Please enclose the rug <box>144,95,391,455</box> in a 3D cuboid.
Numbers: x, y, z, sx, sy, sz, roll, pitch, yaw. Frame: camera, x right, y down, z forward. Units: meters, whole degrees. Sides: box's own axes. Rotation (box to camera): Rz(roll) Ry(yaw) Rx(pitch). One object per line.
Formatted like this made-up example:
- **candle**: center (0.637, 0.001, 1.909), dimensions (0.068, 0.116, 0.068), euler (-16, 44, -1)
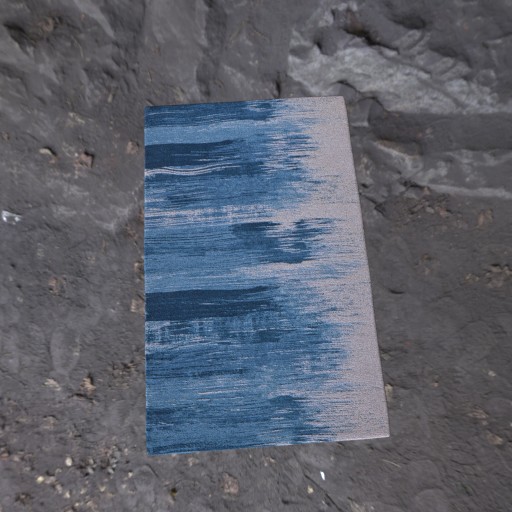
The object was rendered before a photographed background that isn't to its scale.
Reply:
- **rug**: center (0.000, 0.000, 3.052), dimensions (1.540, 0.027, 2.450), euler (-4, 75, -1)
